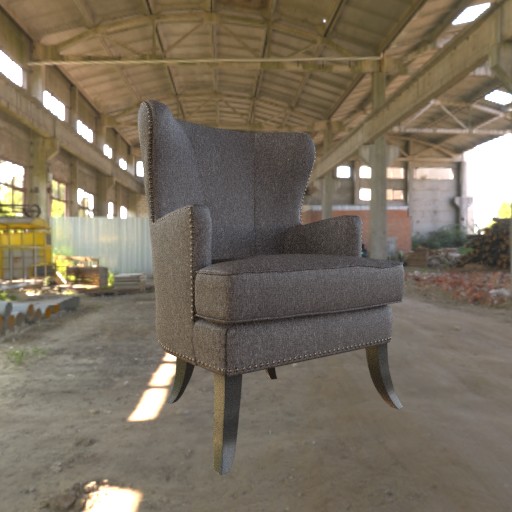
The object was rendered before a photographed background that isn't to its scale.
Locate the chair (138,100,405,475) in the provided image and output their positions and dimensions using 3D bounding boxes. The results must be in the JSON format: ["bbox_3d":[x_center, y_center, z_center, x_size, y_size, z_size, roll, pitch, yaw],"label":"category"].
[{"bbox_3d":[0.000,0.000,1.586,0.759,1.060,0.758,-1,1,-38],"label":"chair"}]
